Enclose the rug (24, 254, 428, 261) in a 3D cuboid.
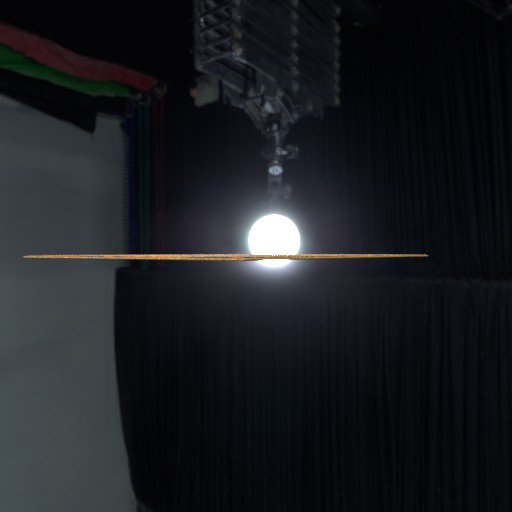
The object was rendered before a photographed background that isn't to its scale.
[{"bbox_3d":[0.000,0.000,3.776,2.043,0.019,2.916,0,1,37],"label":"rug"}]
